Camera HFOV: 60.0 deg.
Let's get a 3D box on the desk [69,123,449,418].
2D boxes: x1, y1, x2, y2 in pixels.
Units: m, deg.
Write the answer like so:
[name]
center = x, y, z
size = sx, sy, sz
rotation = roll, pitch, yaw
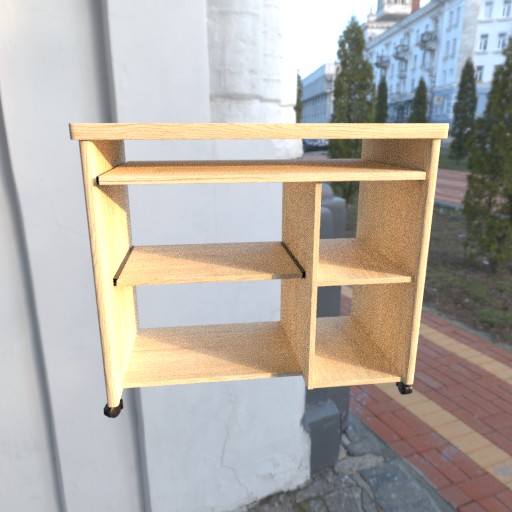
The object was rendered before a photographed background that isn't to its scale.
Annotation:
[desk]
center = 0.000, 0.000, 1.346
size = 0.885, 0.770, 0.480
rotation = -2, 17, -7
